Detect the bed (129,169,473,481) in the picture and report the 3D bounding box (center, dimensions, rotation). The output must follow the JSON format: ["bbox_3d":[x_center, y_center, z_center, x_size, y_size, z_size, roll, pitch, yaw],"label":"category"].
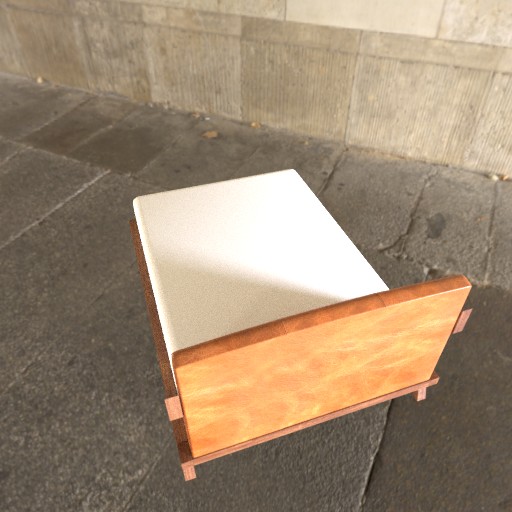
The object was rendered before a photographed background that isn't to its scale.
[{"bbox_3d":[0.000,0.000,3.214,1.651,1.168,2.311,-13,43,-14],"label":"bed"}]
